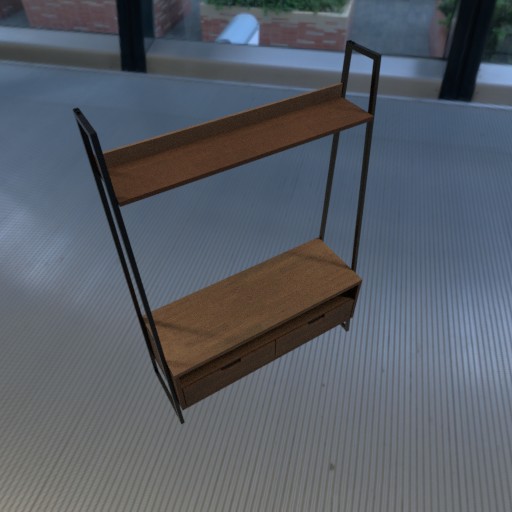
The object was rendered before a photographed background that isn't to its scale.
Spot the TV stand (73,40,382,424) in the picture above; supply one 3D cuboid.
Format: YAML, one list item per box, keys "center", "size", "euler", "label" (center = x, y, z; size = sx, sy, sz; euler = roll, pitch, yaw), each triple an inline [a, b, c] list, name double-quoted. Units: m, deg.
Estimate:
- center: [0.000, 0.000, 2.277]
  size: [1.250, 1.772, 0.432]
  euler: [-24, 50, -22]
  label: "TV stand"
